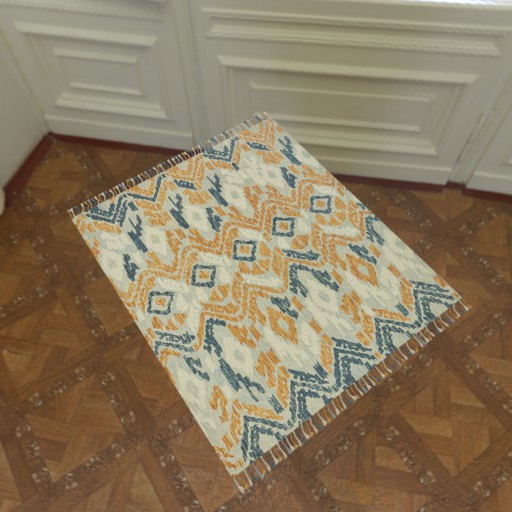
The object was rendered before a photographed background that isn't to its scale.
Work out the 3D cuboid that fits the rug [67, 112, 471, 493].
[{"bbox_3d":[0.000,0.000,4.115,2.439,0.010,3.048,-32,64,-18],"label":"rug"}]
